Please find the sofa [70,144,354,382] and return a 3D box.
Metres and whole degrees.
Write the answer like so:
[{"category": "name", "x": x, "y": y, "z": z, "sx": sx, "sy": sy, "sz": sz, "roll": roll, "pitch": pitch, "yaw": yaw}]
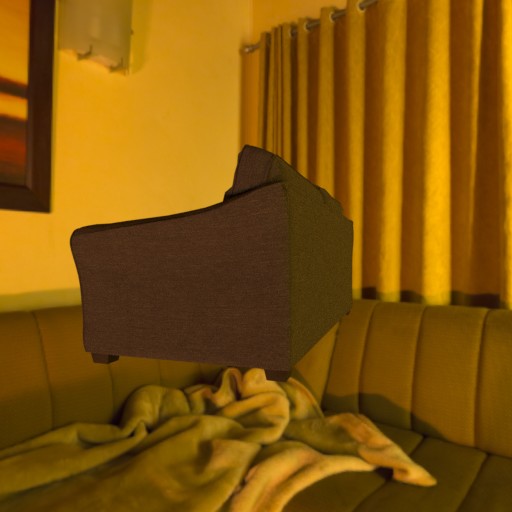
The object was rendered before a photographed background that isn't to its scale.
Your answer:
[{"category": "sofa", "x": 0.000, "y": 0.000, "z": 2.785, "sx": 0.971, "sy": 0.950, "sz": 2.270, "roll": 0, "pitch": 0, "yaw": 19}]
